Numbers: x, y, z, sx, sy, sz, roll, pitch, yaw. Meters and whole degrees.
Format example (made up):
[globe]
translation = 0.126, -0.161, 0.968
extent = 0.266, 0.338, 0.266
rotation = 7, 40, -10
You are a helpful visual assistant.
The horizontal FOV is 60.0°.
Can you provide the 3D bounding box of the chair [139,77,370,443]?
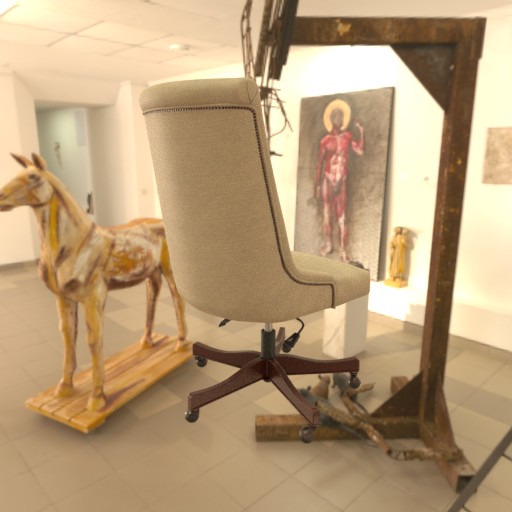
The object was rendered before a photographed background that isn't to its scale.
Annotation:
[chair]
translation = 0.000, 0.000, 1.454
extent = 0.696, 1.010, 0.645
rotation = -13, 19, -42
